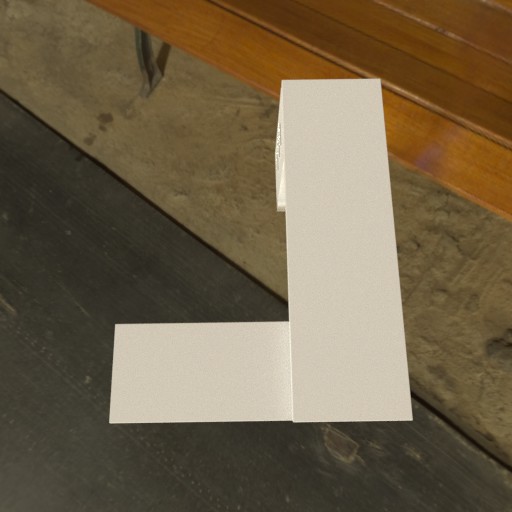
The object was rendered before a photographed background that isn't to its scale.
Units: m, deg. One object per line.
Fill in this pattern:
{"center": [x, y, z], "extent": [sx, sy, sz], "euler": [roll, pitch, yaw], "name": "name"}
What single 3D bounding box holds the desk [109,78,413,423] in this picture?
{"center": [0.000, 0.000, 2.273], "extent": [1.200, 0.753, 1.524], "euler": [-1, 76, 0], "name": "desk"}
